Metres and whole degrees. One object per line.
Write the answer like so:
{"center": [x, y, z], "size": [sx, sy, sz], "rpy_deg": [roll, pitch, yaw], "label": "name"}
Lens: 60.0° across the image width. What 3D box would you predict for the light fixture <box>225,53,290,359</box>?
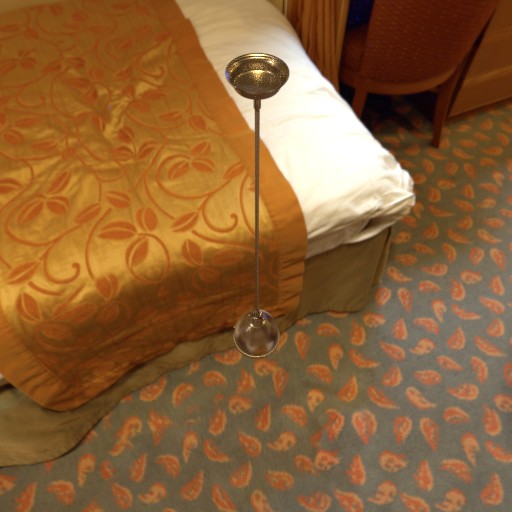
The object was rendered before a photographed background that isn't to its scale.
{"center": [0.000, 0.000, 1.467], "size": [0.217, 1.367, 0.211], "rpy_deg": [16, 59, 10], "label": "light fixture"}
